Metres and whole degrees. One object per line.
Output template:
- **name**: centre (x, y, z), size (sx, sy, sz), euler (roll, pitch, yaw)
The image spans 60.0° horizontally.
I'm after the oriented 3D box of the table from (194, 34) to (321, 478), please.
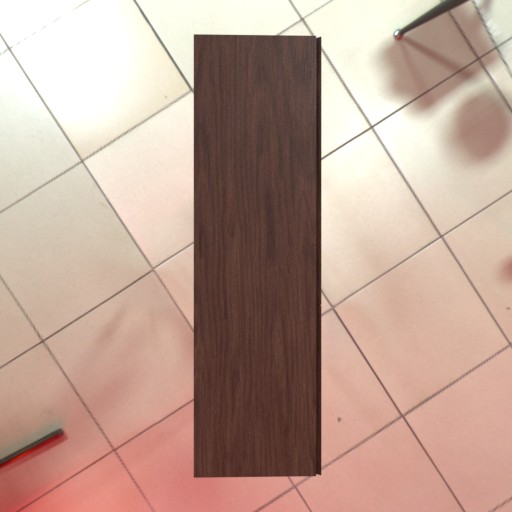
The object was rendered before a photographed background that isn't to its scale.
- **table**: centre (0.000, 0.000, 1.654), size (0.405, 0.508, 1.397), euler (0, 90, -1)
